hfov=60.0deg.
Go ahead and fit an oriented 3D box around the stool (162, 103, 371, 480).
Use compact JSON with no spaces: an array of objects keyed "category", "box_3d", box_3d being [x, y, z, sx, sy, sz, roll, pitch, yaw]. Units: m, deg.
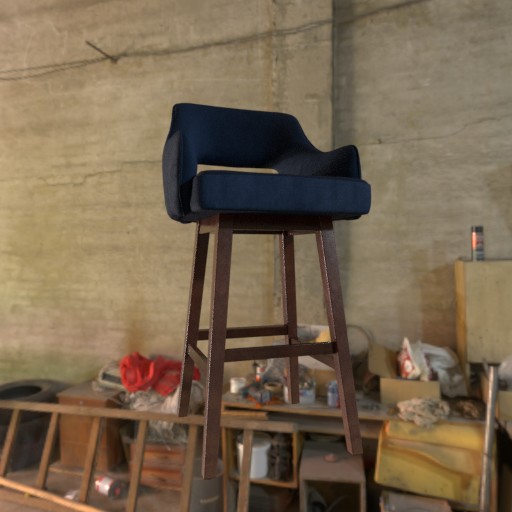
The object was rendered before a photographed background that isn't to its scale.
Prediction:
[{"category":"stool","box_3d":[0.000,0.000,1.333,0.550,1.041,0.560,0,1,-18]}]
